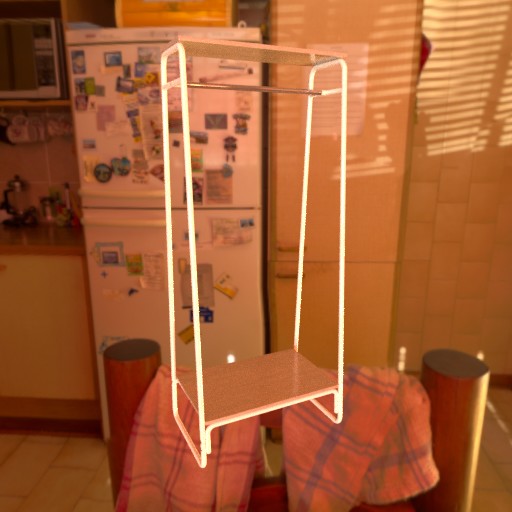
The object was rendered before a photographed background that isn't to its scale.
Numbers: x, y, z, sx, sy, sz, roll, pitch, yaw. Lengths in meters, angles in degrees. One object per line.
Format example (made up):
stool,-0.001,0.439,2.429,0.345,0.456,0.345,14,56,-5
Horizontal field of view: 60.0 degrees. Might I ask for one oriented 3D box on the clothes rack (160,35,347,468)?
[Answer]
clothes rack,0.000,0.000,1.772,0.640,1.512,0.400,-7,16,-25
